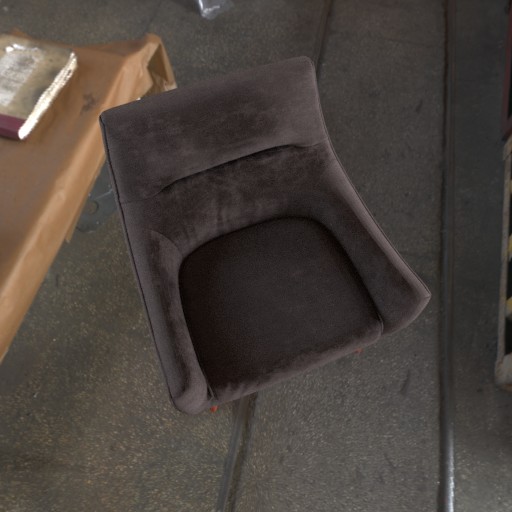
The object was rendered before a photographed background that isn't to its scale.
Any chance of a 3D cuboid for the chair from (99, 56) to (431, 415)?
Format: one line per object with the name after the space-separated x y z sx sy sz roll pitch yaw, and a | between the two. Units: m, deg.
0.000 0.000 1.436 0.762 0.838 0.787 -19 65 -10 | chair
